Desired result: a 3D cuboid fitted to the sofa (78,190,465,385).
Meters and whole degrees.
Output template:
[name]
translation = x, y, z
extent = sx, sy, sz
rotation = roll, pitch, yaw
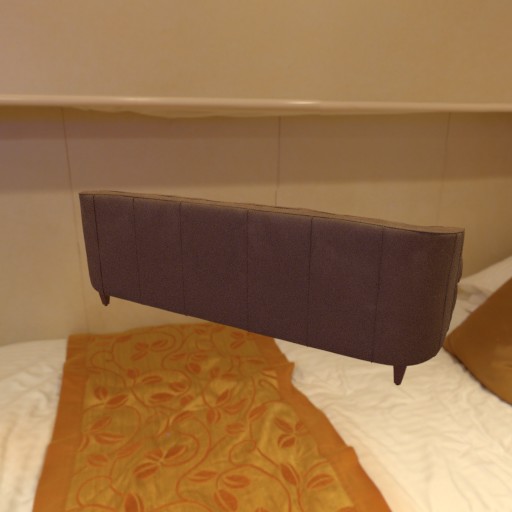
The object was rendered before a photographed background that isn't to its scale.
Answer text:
[sofa]
translation = 0.000, 0.000, 2.672
extent = 2.227, 0.787, 0.927
rotation = 9, 19, 28
